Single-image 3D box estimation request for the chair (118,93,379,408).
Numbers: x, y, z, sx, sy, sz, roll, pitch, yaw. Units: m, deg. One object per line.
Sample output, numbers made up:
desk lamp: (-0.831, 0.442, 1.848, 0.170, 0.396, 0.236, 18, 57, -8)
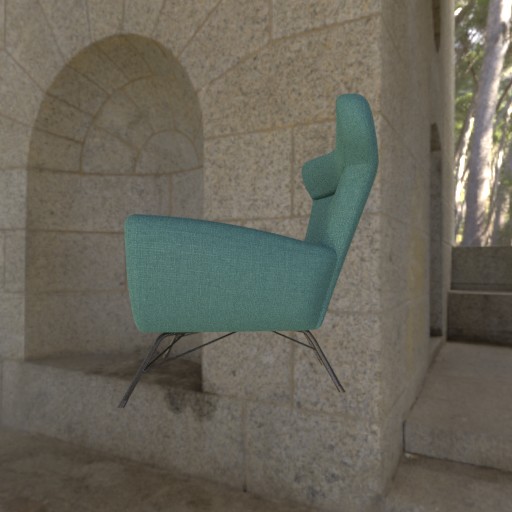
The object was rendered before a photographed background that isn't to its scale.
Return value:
chair: (0.000, 0.000, 1.801, 0.900, 0.980, 1.050, 0, -1, -1)
